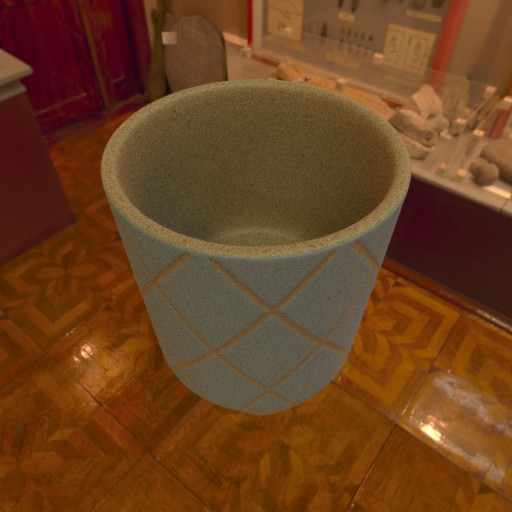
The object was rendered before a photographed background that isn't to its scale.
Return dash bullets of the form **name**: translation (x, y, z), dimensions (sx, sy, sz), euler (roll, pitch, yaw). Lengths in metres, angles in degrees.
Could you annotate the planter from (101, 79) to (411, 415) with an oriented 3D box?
- **planter**: translation (0.000, 0.000, 0.351), dimensions (0.191, 0.200, 0.191), euler (0, 47, 0)
